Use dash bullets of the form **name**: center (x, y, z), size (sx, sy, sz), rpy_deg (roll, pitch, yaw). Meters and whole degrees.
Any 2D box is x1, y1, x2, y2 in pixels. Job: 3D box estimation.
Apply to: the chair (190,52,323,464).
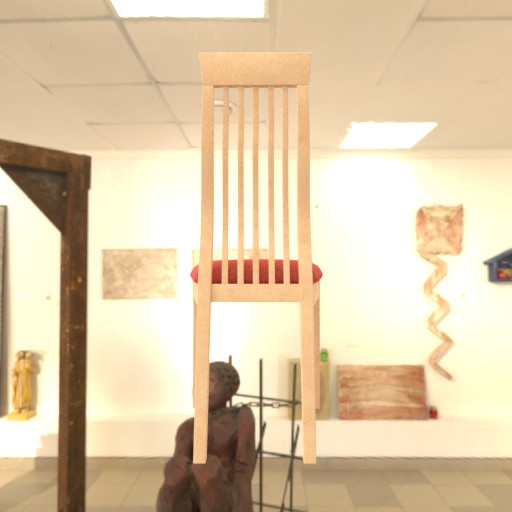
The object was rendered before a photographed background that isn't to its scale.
- **chair**: center (0.000, 0.000, 1.319), size (0.460, 1.027, 0.474), rpy_deg (0, -2, 0)
